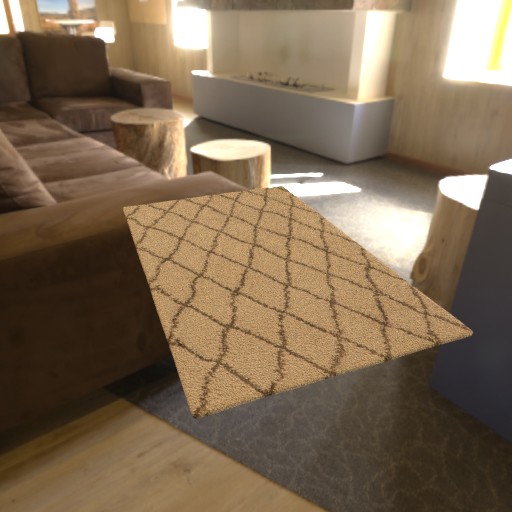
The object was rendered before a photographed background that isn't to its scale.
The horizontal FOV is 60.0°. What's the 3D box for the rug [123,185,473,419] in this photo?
[{"bbox_3d":[0.000,0.000,3.093,1.524,0.030,2.438,-11,31,-19],"label":"rug"}]
